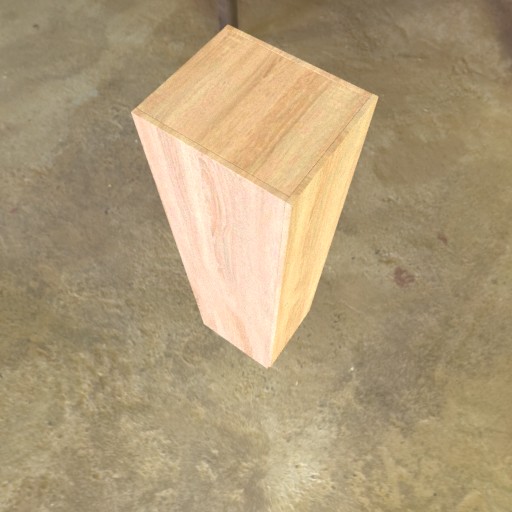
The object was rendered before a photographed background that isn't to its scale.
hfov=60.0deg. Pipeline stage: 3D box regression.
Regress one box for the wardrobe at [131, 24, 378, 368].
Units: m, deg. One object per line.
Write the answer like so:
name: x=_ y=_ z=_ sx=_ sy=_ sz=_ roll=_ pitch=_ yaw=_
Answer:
wardrobe: x=0.000 y=0.000 z=2.317 sx=0.588 sy=2.117 sz=0.496 roll=32 pitch=68 yaw=15
